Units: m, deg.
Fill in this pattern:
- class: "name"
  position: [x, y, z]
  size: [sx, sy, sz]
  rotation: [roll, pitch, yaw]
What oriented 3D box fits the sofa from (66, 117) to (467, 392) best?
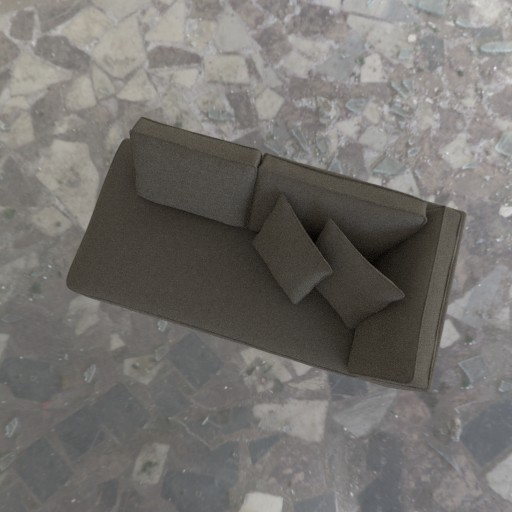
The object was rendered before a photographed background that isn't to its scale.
- class: "sofa"
  position: [0.000, 0.000, 2.810]
  size: [2.237, 1.033, 1.110]
  rotation: [17, 76, 4]
